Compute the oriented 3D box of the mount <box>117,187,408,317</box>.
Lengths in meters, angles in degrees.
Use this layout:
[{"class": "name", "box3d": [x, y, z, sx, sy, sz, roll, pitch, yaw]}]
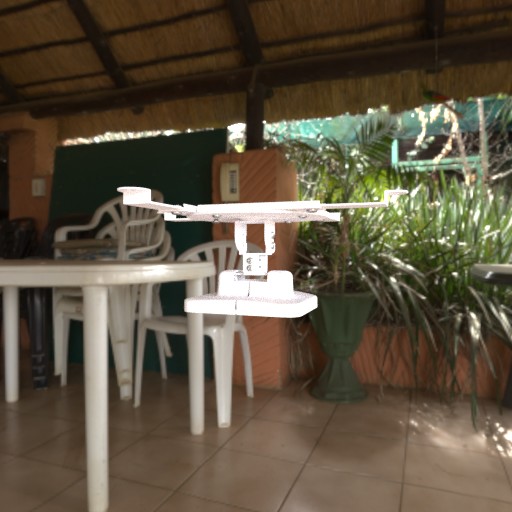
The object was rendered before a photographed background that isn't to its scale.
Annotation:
[{"class": "mount", "box3d": [0.000, 0.000, 0.604, 0.394, 0.141, 0.394, 0, 1, 20]}]
